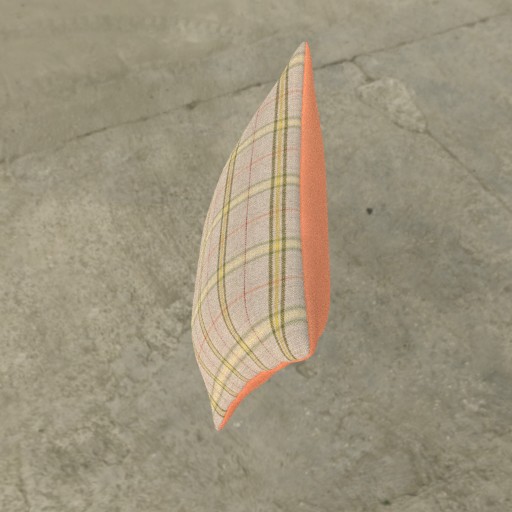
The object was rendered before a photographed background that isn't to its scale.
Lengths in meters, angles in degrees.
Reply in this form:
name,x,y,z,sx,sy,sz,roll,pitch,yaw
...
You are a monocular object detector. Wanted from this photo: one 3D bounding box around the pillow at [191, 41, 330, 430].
name,x,y,z,sx,sy,sz,roll,pitch,yaw
pillow,0.000,0.000,0.686,0.200,0.430,0.453,2,59,1
